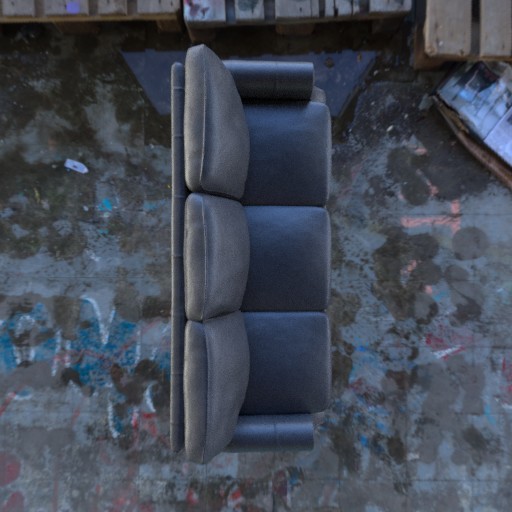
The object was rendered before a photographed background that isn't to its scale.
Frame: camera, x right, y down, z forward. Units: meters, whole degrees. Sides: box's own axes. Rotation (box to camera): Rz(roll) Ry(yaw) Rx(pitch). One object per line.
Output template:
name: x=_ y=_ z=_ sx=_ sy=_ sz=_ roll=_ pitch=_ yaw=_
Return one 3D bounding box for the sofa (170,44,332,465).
sofa: x=0.000 y=0.000 z=2.788 sx=0.974 sy=0.977 sz=2.387 roll=0 pitch=90 yaw=-1
